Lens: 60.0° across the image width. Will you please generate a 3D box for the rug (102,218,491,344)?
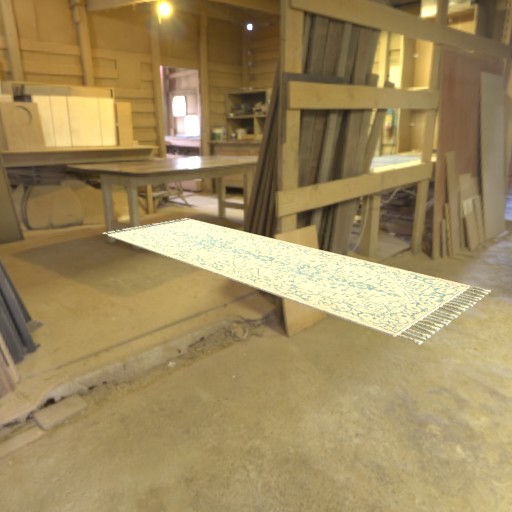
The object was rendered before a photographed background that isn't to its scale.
[{"bbox_3d":[0.000,0.000,2.702,2.449,0.011,0.774,16,23,43],"label":"rug"}]
